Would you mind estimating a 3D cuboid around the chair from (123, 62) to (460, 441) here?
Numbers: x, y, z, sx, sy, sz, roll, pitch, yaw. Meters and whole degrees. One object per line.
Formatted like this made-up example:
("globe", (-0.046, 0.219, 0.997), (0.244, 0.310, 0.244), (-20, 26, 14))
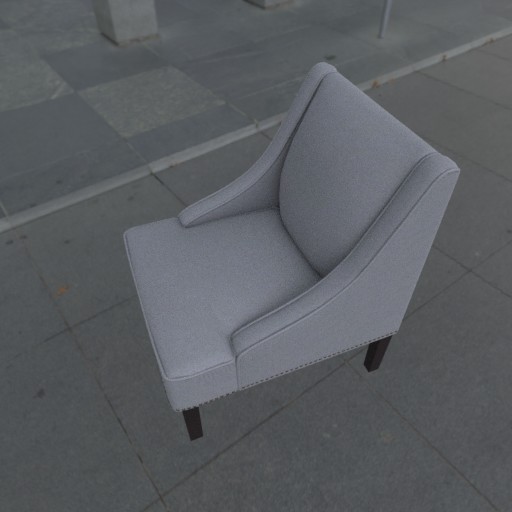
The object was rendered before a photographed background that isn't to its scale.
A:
("chair", (0.000, 0.000, 1.380), (0.747, 0.867, 0.631), (-16, 48, -15))
